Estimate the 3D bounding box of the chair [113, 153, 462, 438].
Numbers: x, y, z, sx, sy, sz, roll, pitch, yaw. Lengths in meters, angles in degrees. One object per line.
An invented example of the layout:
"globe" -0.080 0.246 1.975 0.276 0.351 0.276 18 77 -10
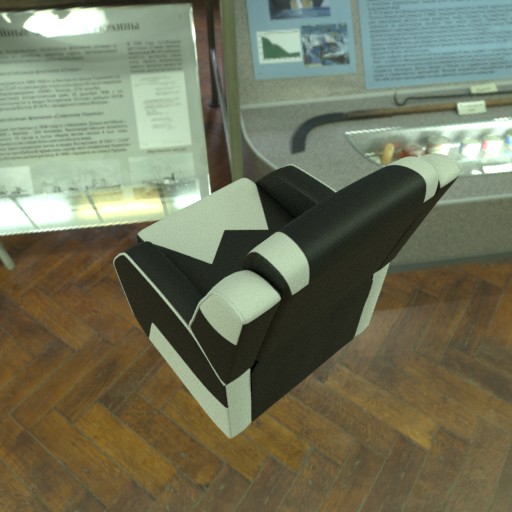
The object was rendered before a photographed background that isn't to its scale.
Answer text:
"chair" 0.000 0.000 1.255 0.620 0.805 0.672 -32 56 -25
